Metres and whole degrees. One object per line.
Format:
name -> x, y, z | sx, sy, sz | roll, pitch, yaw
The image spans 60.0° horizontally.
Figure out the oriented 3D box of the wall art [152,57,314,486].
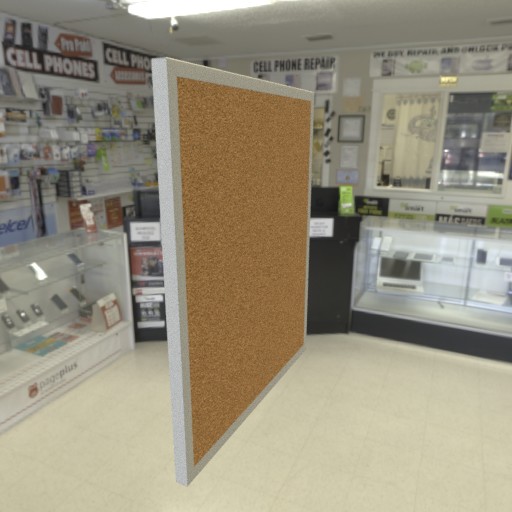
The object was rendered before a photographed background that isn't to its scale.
wall art -> 0.000, 0.000, 0.722 | 0.020, 0.536, 0.444 | 8, 17, 26
